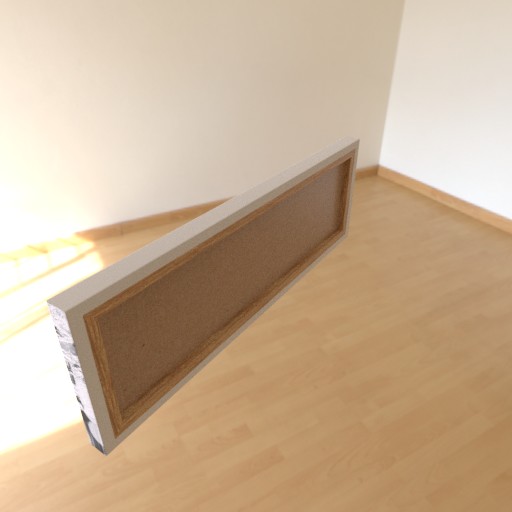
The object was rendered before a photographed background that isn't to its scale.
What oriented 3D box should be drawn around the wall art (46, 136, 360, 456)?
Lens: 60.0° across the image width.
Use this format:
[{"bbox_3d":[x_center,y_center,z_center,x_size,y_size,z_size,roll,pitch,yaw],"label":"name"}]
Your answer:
[{"bbox_3d":[0.000,0.000,0.819,0.038,0.255,0.763,21,37,30],"label":"wall art"}]
